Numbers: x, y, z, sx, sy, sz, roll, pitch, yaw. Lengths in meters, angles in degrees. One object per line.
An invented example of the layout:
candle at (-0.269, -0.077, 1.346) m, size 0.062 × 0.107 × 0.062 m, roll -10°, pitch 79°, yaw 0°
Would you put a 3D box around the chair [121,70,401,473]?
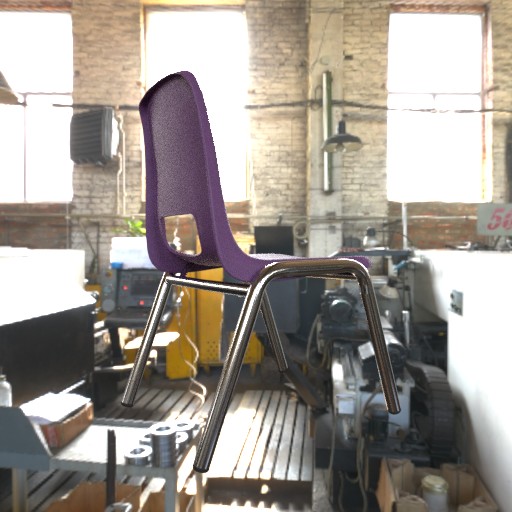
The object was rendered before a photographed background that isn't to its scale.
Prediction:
chair at (0.000, 0.000, 0.840) m, size 0.419 × 0.584 × 0.356 m, roll -1°, pitch 2°, yaw -35°
